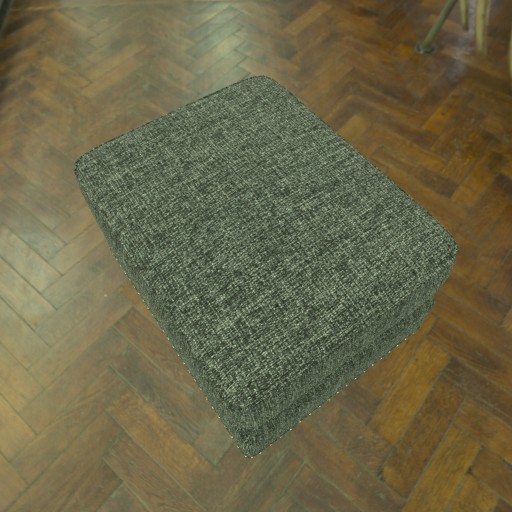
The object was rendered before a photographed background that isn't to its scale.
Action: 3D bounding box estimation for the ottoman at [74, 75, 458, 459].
[{"bbox_3d":[0.000,0.000,1.131,0.589,0.537,0.738,-32,64,-18],"label":"ottoman"}]
